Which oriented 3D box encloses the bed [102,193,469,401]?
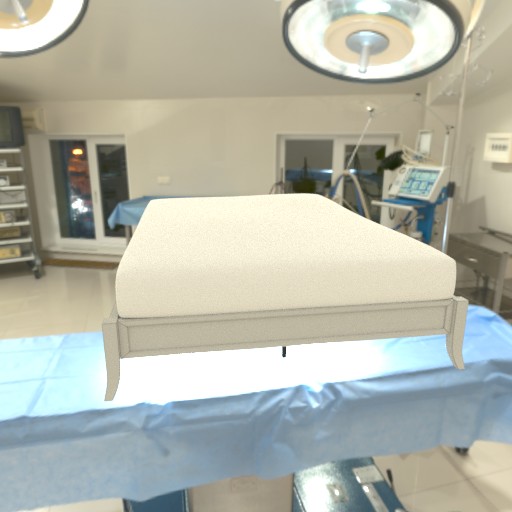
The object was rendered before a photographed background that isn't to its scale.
[{"bbox_3d":[0.000,0.000,2.625,1.460,0.510,1.985,-2,16,-9],"label":"bed"}]
